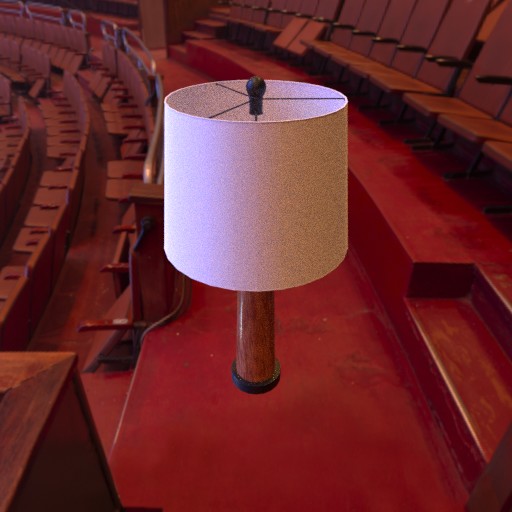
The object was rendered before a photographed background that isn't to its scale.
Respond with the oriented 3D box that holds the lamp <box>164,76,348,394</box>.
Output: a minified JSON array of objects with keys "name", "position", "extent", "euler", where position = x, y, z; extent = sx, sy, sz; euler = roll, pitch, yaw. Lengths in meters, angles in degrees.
[{"name":"lamp","position":[0.000,0.000,0.874],"extent":[0.349,0.667,0.349],"euler":[0,32,0]}]
